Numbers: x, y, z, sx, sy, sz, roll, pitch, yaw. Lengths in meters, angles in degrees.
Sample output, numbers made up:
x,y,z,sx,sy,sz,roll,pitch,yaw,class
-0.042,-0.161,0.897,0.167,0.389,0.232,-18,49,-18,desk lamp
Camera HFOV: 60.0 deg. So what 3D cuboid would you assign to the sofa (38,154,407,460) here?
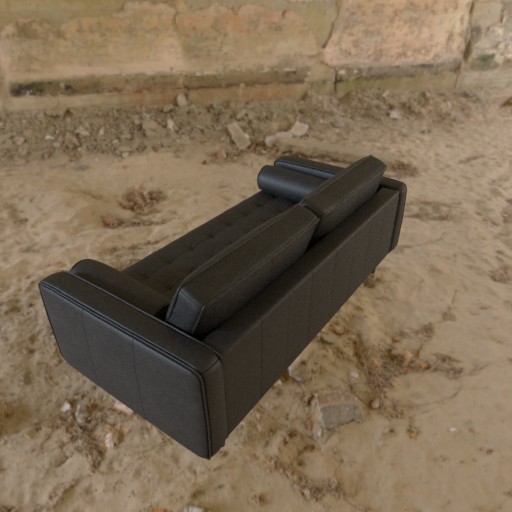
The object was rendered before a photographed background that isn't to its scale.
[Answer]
x,y,z,sx,sy,sz,roll,pitch,yaw,class
0.000,0.000,2.313,0.921,0.770,1.879,21,38,29,sofa
